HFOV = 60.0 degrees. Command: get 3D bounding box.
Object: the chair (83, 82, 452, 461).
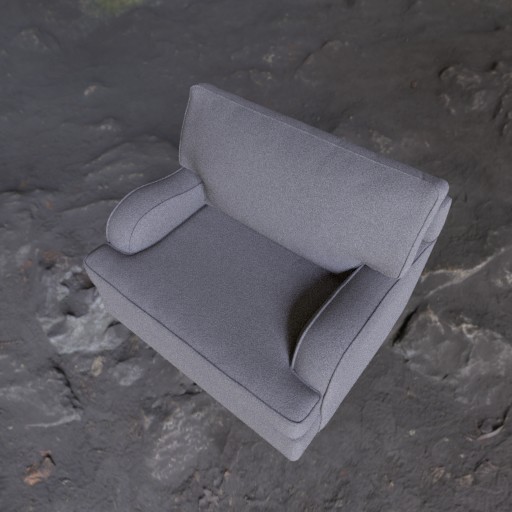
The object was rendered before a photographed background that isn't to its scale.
[{"bbox_3d":[0.000,0.000,1.960,1.220,1.016,1.040,31,55,25],"label":"chair"}]
